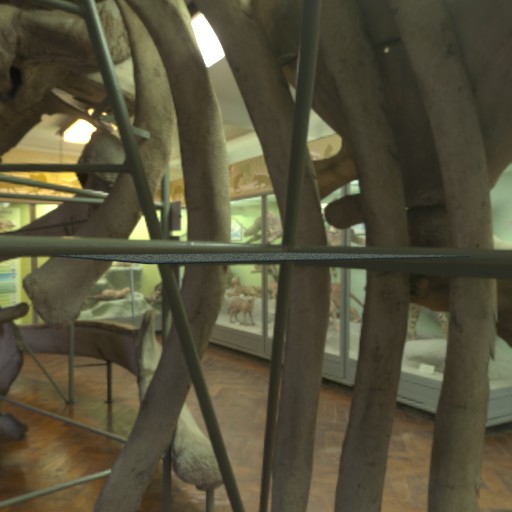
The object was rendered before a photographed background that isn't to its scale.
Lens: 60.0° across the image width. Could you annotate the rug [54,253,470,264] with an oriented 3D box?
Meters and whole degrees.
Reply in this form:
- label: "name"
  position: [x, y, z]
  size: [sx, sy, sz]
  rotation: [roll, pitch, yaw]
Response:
- label: "rug"
  position: [0.000, 0.000, 4.129]
  size: [3.048, 0.010, 2.438]
  rotation: [-1, 1, -35]
